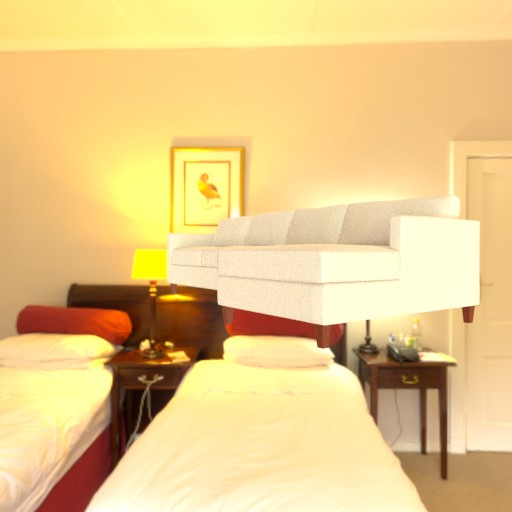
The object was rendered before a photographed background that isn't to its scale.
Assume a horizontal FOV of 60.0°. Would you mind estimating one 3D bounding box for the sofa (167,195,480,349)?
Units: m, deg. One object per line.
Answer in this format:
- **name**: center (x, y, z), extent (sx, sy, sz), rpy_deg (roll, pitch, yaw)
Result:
- **sofa**: center (0.000, 0.000, 4.180), extent (1.599, 0.954, 3.471), rpy_deg (0, 1, -35)
